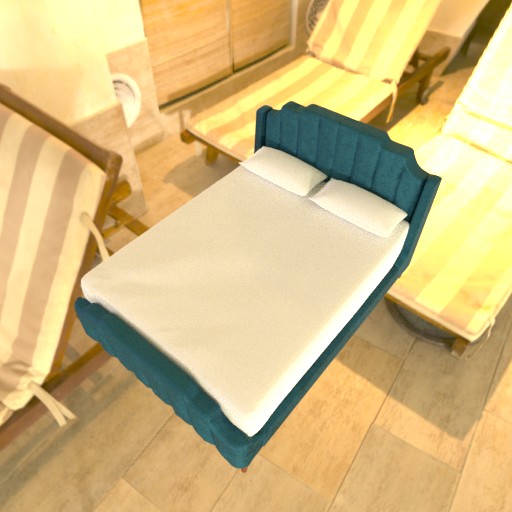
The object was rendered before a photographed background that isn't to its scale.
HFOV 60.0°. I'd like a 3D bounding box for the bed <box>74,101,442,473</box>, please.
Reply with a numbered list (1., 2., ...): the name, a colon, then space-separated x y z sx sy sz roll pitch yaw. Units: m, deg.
1. bed: 0.000 0.000 3.368 1.678 1.338 2.322 31 55 26
